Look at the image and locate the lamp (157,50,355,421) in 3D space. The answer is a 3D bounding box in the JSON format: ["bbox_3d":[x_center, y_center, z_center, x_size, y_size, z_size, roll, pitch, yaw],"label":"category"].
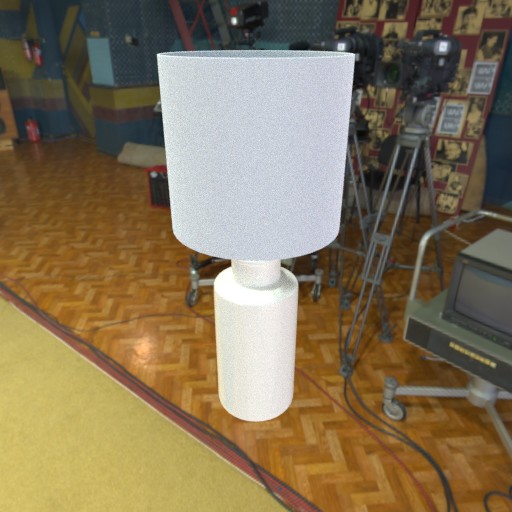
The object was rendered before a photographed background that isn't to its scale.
[{"bbox_3d":[0.000,0.000,0.593,0.212,0.493,0.212,0,26,0],"label":"lamp"}]
